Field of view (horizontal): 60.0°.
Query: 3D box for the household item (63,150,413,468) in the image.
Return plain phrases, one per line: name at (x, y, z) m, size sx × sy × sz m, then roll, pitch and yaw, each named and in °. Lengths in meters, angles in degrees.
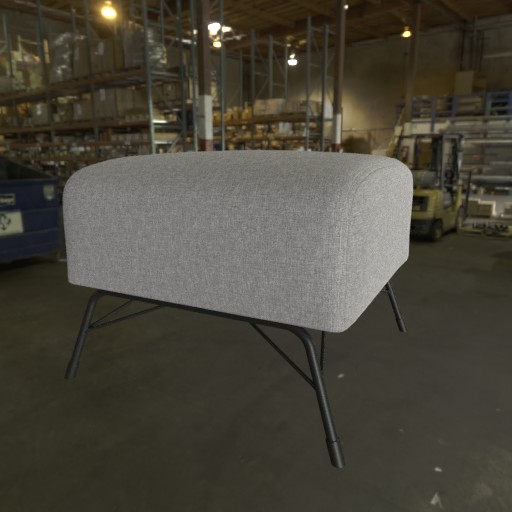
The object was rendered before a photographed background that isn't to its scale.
household item at (0.000, 0.000, 0.882) m, size 0.530 × 0.410 × 0.530 m, roll 7°, pitch 15°, yaw 27°
